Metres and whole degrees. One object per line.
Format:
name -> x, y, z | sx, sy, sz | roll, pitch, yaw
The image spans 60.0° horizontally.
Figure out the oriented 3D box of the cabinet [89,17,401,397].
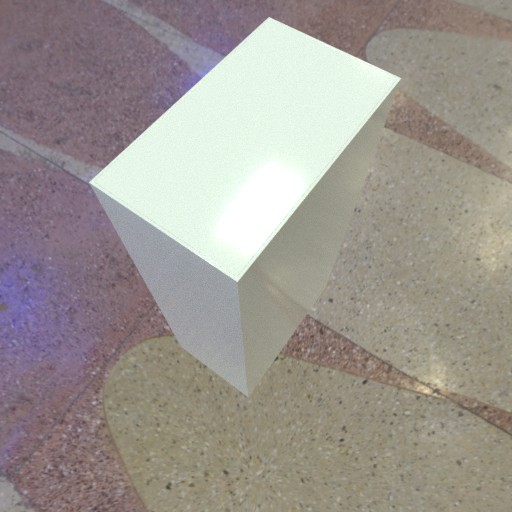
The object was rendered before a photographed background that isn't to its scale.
cabinet -> 0.000, 0.000, 2.342 | 0.580, 1.920, 0.980 | 33, 68, 15
